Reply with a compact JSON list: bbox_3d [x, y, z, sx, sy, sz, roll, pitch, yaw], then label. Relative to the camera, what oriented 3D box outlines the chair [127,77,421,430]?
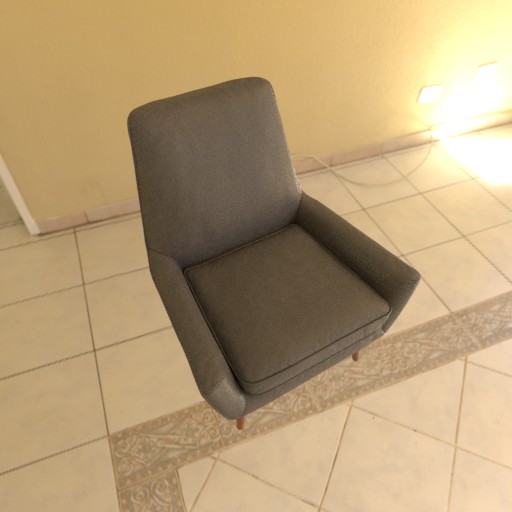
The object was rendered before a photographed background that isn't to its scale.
[{"bbox_3d":[0.000,0.000,1.536,0.787,0.888,0.822,-24,51,-21],"label":"chair"}]
